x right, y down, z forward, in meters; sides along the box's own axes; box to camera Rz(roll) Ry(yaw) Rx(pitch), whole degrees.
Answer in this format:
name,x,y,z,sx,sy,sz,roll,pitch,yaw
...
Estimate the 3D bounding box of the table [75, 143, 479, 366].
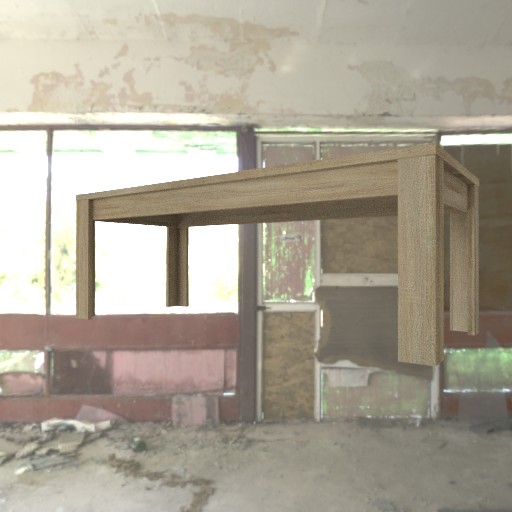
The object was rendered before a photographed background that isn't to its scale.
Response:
name,x,y,z,sx,sy,sz,roll,pitch,yaw
table,0.000,0.000,2.567,2.200,0.790,0.900,0,0,35
